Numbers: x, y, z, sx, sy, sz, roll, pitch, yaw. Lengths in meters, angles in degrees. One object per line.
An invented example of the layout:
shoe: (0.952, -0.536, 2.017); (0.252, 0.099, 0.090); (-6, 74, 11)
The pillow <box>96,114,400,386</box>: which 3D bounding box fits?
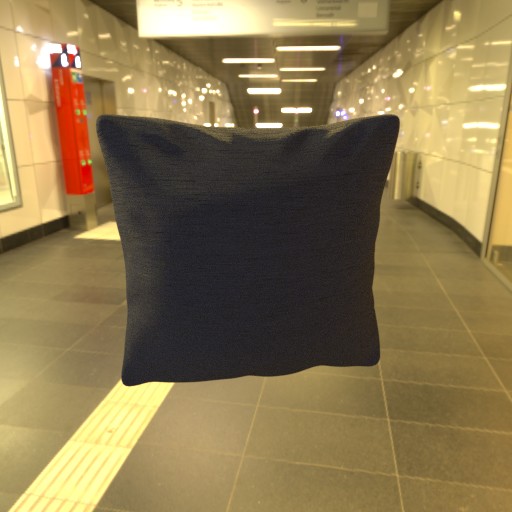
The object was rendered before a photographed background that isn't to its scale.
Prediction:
pillow: (0.000, 0.000, 0.677); (0.432, 0.414, 0.246); (-3, 17, -9)
